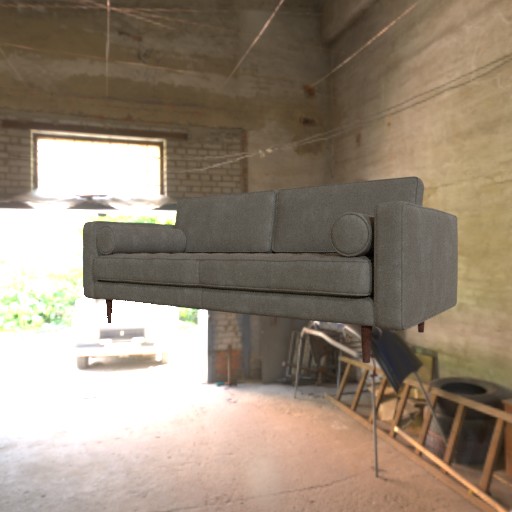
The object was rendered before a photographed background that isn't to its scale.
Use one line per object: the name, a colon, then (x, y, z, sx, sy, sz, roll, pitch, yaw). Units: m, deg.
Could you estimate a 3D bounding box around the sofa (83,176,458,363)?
sofa: (0.000, 0.000, 2.376, 1.883, 0.769, 0.920, 0, 1, 35)
